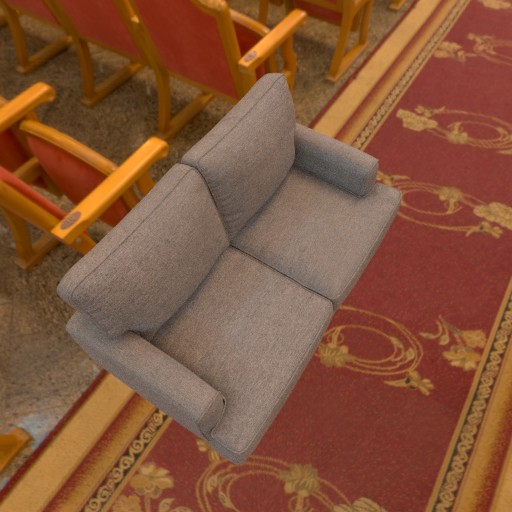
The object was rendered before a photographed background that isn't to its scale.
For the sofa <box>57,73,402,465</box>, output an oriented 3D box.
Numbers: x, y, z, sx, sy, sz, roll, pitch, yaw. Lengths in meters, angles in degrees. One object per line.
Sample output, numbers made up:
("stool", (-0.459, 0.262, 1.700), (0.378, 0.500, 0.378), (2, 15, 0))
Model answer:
("sofa", (0.000, 0.000, 2.222), (0.965, 0.965, 1.651), (29, 63, 16))
